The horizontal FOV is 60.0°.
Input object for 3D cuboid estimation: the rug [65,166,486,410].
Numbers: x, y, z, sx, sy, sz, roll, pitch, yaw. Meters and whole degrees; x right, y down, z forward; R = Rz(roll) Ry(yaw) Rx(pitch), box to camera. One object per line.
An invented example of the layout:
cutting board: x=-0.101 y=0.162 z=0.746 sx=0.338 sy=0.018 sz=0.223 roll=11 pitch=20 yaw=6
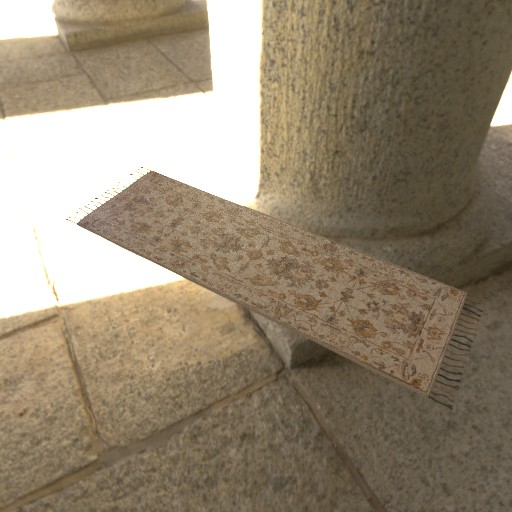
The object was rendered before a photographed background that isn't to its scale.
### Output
rug: x=0.000 y=0.000 z=2.585 sx=2.438 sy=0.021 sz=0.729 roll=23 pitch=49 yaw=22
